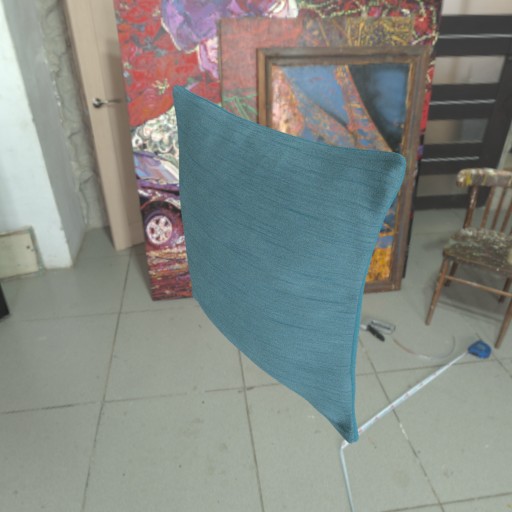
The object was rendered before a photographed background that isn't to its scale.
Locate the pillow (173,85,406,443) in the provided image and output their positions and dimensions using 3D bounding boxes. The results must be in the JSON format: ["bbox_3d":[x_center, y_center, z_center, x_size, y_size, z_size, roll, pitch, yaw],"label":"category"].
[{"bbox_3d":[0.000,0.000,0.648,0.151,0.415,0.433,-22,38,-31],"label":"pillow"}]
